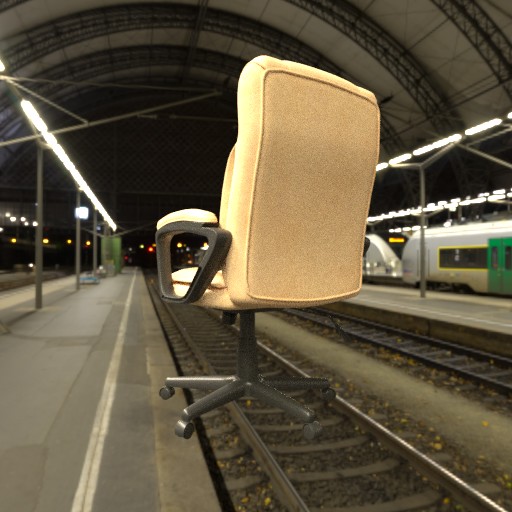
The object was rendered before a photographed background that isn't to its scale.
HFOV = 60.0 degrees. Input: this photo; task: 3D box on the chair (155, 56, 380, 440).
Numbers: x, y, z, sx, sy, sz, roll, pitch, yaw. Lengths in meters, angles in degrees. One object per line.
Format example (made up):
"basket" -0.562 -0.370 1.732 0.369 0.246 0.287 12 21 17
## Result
"chair" 0.000 0.000 1.569 0.667 1.105 0.724 0 -1 -36
